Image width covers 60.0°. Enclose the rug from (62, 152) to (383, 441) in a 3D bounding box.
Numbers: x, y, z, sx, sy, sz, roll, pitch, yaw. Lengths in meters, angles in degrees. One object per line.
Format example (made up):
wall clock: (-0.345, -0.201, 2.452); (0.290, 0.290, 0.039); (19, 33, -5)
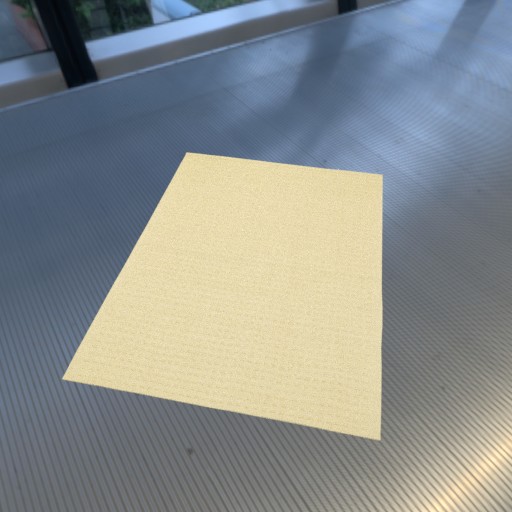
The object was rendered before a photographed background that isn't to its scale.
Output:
rug: (0.000, 0.000, 4.371); (2.452, 0.016, 3.204); (8, 47, 8)
